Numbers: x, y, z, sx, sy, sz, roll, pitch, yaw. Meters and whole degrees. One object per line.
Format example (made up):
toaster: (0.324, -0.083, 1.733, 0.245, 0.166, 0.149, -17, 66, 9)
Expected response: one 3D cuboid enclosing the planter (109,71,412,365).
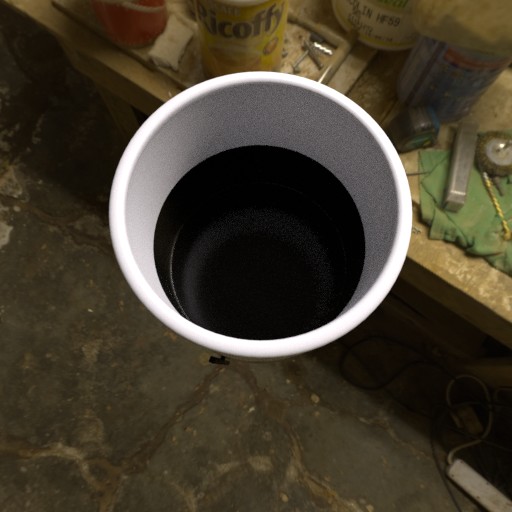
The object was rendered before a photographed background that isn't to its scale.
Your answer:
planter: (0.000, 0.000, 0.643, 0.310, 0.432, 0.310, 35, 78, 8)
